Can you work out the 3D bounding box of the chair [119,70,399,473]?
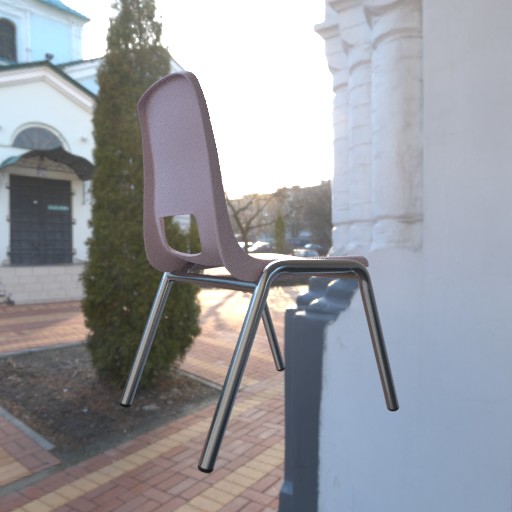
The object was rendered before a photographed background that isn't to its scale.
[{"bbox_3d":[0.000,0.000,0.848,0.423,0.586,0.354,-1,2,-37],"label":"chair"}]
